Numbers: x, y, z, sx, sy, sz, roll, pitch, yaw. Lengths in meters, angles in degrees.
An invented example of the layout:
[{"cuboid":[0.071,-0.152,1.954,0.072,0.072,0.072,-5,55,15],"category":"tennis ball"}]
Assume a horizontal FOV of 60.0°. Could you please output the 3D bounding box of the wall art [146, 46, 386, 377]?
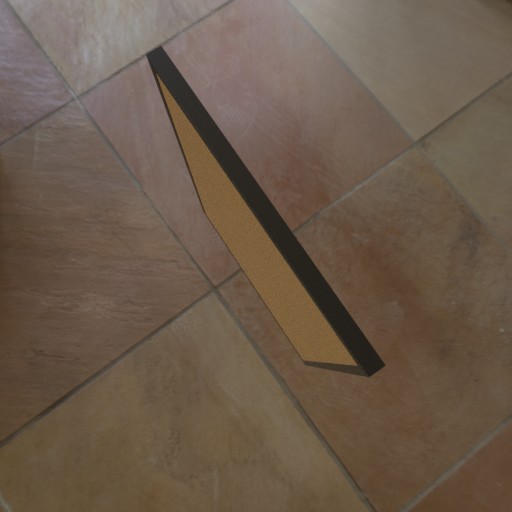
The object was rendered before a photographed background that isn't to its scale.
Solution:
[{"cuboid":[0.000,0.000,1.399,0.039,1.061,0.804,-33,79,-7],"category":"wall art"}]
